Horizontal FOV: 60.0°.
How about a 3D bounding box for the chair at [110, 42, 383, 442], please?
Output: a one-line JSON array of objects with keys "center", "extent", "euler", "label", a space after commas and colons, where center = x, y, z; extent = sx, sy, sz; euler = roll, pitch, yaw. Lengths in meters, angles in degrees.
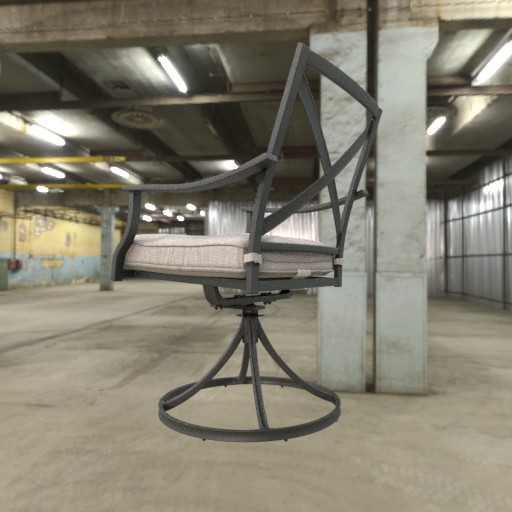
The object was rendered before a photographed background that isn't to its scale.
[{"center": [0.000, 0.000, 1.288], "extent": [0.620, 0.889, 0.575], "euler": [-1, -2, 35], "label": "chair"}]
